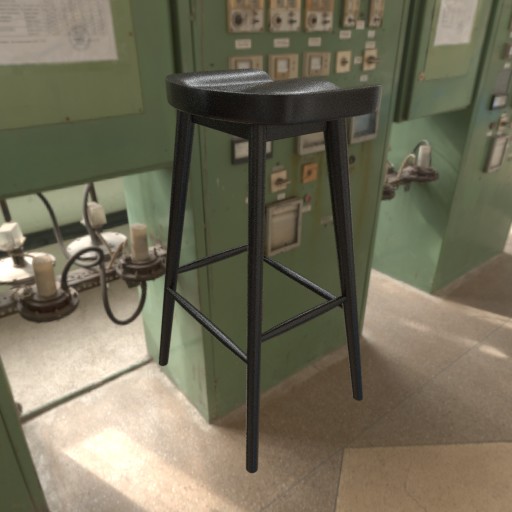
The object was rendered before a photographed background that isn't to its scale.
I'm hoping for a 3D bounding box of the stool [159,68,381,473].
[{"bbox_3d":[0.000,0.000,1.007,0.361,0.749,0.440,-19,34,-32],"label":"stool"}]
